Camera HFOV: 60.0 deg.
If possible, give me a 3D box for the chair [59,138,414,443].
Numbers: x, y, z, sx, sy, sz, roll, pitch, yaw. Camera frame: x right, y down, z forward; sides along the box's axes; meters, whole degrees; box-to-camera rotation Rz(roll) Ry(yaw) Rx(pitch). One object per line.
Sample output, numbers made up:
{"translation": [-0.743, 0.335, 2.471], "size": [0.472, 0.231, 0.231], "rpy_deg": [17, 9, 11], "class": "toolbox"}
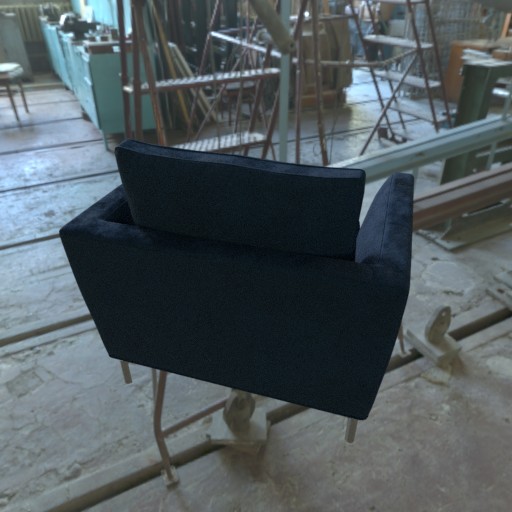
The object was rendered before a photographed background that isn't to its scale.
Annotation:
{"translation": [0.000, 0.000, 1.551], "size": [0.977, 0.893, 0.746], "rpy_deg": [10, 34, 15], "class": "chair"}
